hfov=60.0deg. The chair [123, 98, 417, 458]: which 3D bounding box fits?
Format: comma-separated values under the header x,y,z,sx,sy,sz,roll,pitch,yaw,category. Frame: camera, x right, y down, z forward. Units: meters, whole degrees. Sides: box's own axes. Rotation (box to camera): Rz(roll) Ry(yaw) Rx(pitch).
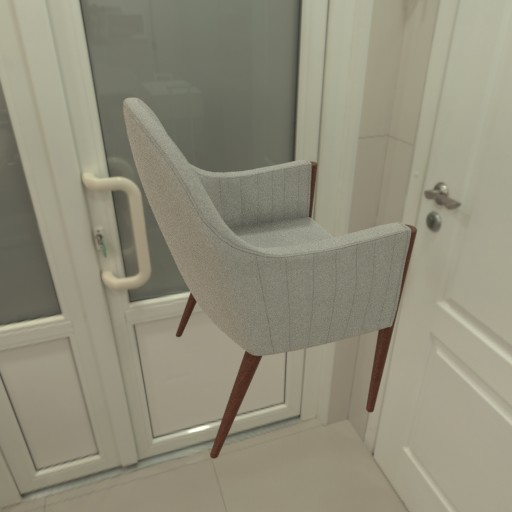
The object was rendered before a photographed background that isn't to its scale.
x,y,z,sx,sy,sz,roll,pitch,yaw,category
0.000,0.000,1.273,0.620,0.889,0.610,-9,30,-16,chair
